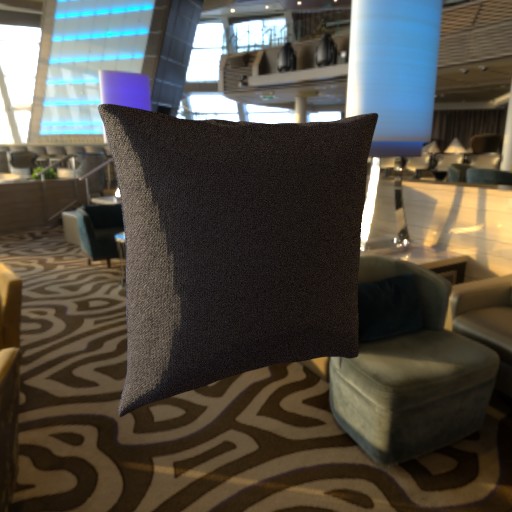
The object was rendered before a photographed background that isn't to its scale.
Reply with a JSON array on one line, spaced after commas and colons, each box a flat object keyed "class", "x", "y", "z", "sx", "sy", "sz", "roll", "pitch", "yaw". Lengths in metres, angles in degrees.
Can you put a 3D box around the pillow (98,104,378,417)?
[{"class": "pillow", "x": 0.000, "y": 0.000, "z": 0.693, "sx": 0.452, "sy": 0.439, "sz": 0.204, "roll": -7, "pitch": 16, "yaw": -27}]
